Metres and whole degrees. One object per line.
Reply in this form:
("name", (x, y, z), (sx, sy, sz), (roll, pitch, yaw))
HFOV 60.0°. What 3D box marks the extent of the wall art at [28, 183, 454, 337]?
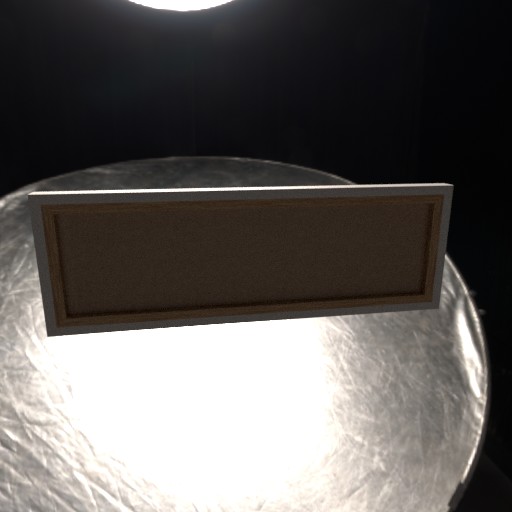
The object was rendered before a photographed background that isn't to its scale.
("wall art", (0.000, 0.000, 0.837), (0.763, 0.255, 0.038), (-3, 16, -10))
